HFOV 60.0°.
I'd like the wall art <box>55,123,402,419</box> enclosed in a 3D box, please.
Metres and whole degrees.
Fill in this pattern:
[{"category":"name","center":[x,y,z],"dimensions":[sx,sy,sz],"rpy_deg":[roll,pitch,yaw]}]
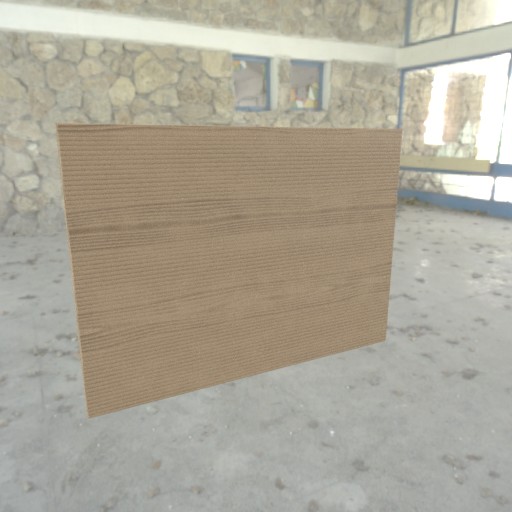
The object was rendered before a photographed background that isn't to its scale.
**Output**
[{"category":"wall art","center":[0.000,0.000,1.088],"dimensions":[0.841,0.609,0.063],"rpy_deg":[-7,16,-26]}]
